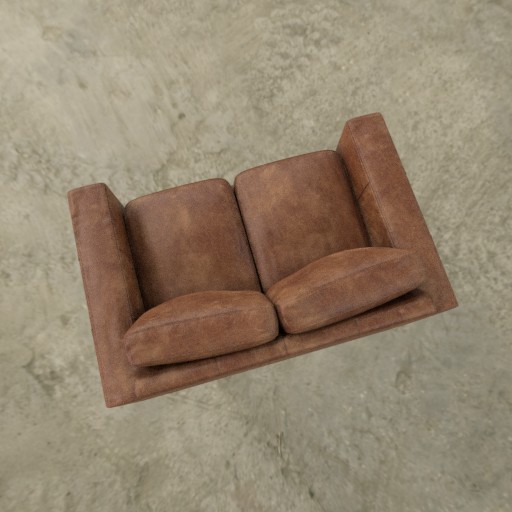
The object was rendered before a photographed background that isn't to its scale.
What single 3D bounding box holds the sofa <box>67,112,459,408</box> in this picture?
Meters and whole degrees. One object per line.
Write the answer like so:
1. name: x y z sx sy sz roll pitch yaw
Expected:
1. sofa: 0.000 0.000 2.221 1.626 0.889 1.041 -15 75 -4
